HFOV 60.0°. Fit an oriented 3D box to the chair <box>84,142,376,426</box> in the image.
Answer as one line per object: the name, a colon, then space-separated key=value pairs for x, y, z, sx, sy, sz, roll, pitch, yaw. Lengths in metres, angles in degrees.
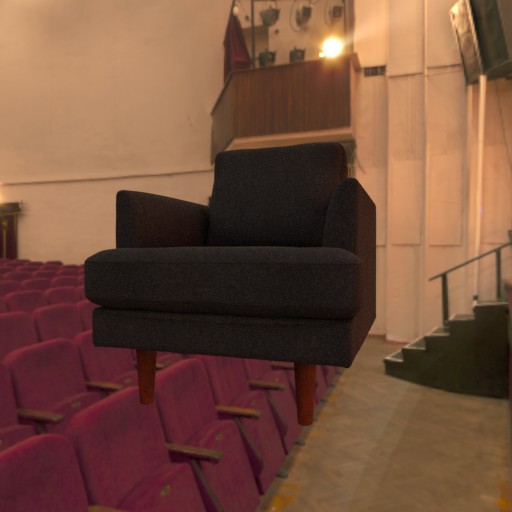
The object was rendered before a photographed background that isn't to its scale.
chair: x=0.000 y=0.000 z=1.654 sx=0.858 sy=0.957 sz=0.899 roll=0 pitch=1 yaw=19
